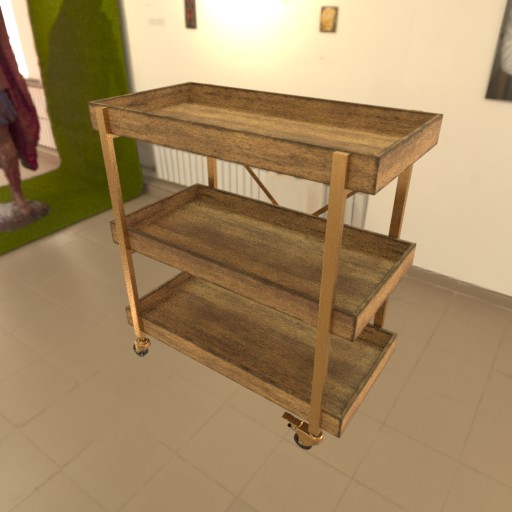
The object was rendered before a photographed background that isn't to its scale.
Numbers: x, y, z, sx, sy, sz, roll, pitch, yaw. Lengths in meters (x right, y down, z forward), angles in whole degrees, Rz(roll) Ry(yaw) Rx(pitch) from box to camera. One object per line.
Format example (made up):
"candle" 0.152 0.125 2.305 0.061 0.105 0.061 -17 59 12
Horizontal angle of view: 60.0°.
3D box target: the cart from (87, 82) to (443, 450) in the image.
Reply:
"cart" 0.000 0.000 1.232 0.750 0.799 0.416 20 36 30
